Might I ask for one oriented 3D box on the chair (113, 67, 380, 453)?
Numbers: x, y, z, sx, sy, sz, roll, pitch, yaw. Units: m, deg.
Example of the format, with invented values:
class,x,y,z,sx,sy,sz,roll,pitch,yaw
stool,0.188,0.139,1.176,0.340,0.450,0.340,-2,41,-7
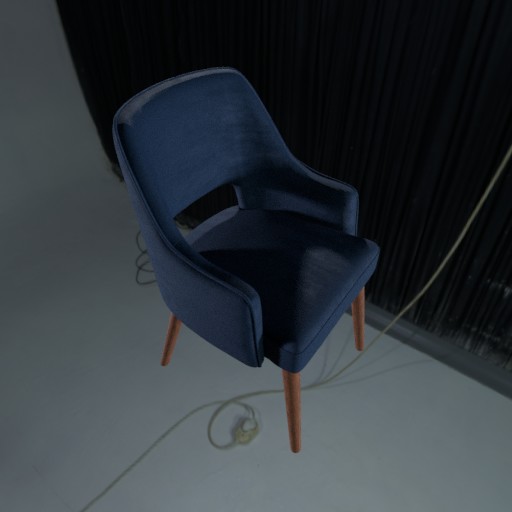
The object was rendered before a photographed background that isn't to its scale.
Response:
class,x,y,z,sx,sy,sz,roll,pitch,yaw
chair,0.000,0.000,1.223,0.591,0.844,0.559,24,46,26
